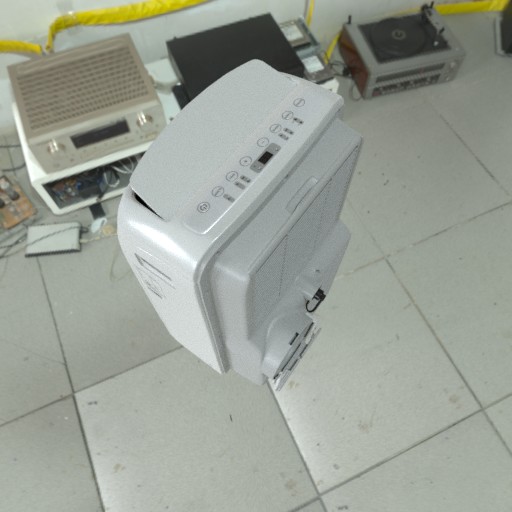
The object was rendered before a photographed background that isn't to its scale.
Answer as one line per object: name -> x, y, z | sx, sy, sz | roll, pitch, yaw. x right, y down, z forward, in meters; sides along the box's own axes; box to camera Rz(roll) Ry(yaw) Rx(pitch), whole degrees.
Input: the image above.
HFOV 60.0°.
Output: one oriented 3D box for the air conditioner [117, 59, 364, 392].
air conditioner -> 0.000, 0.000, 1.051 | 0.414, 0.786, 0.449 | 33, 68, 15
